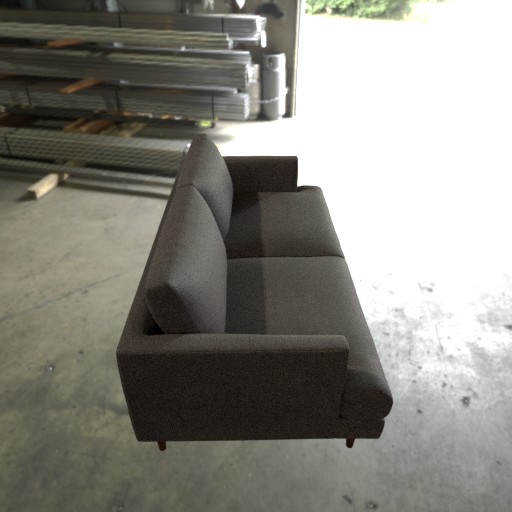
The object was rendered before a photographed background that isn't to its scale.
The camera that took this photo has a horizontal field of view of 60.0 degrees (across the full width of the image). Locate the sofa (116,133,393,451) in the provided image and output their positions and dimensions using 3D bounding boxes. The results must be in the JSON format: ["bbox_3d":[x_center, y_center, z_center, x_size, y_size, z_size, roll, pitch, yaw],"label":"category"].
[{"bbox_3d":[0.000,0.000,2.463,1.020,0.868,1.948,-1,33,-1],"label":"sofa"}]
